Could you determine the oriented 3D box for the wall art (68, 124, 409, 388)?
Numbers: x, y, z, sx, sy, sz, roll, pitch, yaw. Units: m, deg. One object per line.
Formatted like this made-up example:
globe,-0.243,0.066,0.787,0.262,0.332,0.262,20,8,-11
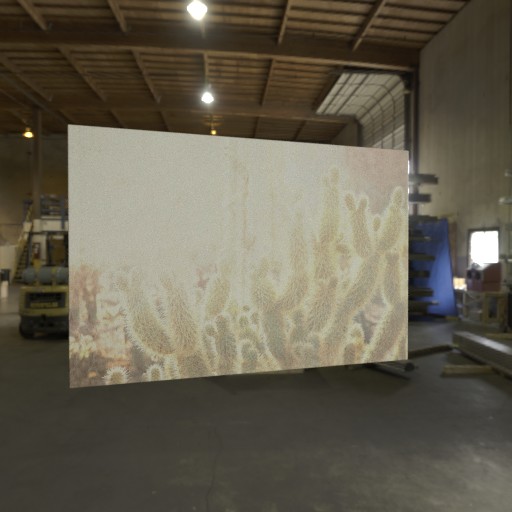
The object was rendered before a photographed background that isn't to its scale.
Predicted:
wall art,0.000,0.000,1.173,0.916,0.608,0.040,0,1,-17
